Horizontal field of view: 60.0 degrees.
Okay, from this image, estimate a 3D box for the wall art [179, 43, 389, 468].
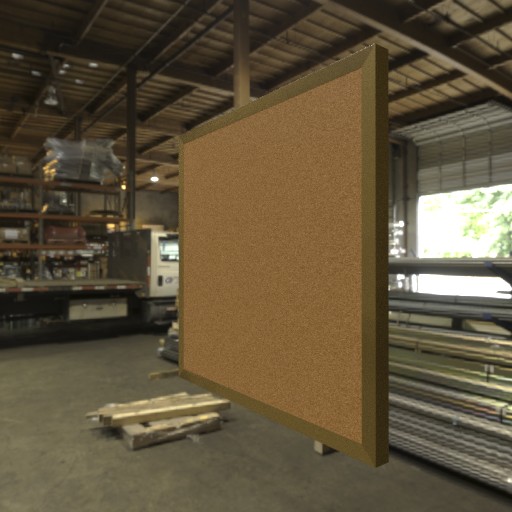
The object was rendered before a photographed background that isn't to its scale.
[{"bbox_3d":[0.000,0.000,1.111,0.038,0.762,0.762,0,0,-37],"label":"wall art"}]
